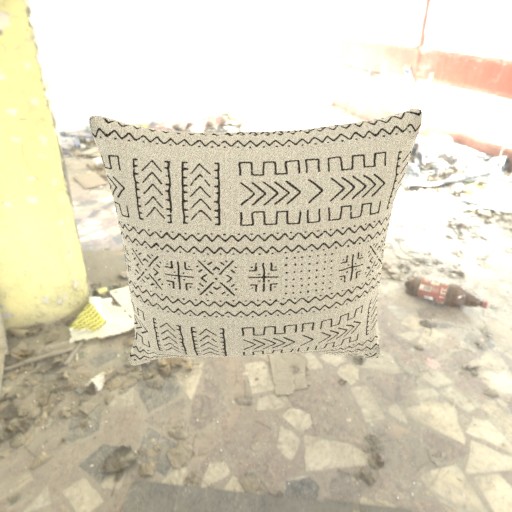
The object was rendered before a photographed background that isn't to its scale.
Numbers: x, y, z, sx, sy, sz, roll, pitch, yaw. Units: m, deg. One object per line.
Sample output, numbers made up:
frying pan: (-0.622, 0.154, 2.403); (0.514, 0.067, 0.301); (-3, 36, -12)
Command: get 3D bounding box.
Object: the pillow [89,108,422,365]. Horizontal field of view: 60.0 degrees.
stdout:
pillow: (0.000, 0.000, 0.674); (0.438, 0.430, 0.164); (-1, 30, -2)
